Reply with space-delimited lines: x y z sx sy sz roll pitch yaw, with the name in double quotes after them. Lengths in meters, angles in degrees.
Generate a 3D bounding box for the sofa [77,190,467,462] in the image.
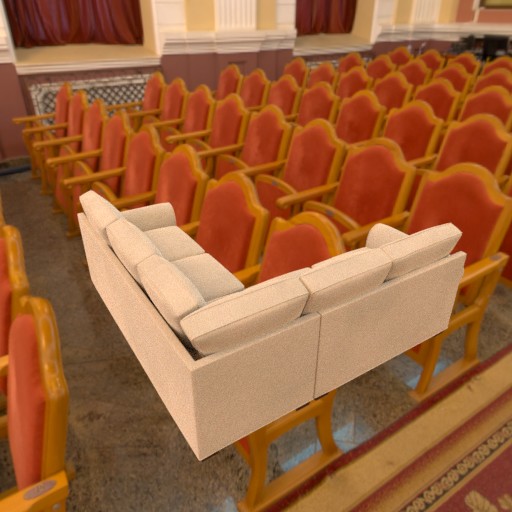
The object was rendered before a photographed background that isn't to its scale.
0.000 0.000 4.011 2.487 1.054 2.569 -18 34 -28 "sofa"
